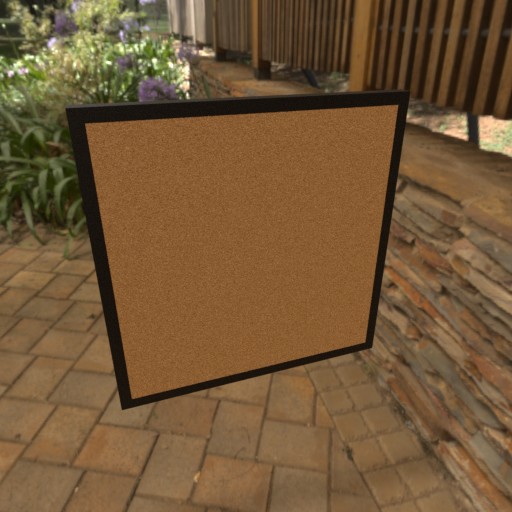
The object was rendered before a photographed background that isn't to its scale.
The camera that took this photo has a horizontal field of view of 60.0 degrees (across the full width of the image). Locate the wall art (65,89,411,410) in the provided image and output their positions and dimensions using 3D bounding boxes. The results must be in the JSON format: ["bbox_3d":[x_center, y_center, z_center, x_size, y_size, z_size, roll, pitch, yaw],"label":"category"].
[{"bbox_3d":[0.000,0.000,1.121,0.762,0.762,0.038,-9,28,-17],"label":"wall art"}]
